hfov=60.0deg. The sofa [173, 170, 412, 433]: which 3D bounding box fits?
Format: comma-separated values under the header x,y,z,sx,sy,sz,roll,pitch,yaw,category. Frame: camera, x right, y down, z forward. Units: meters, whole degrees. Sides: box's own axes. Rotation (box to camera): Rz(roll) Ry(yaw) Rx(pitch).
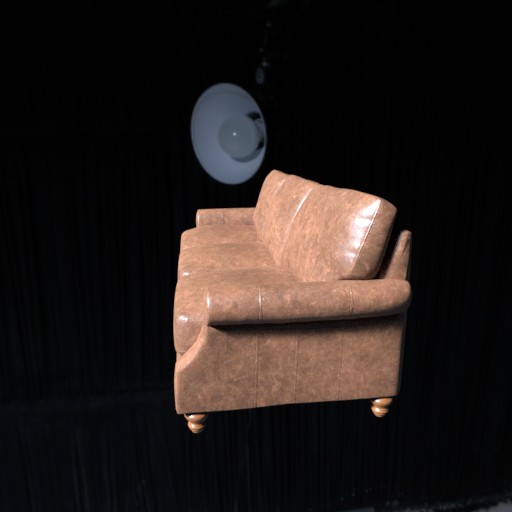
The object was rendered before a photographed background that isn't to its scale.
x,y,z,sx,sy,sz,roll,pitch,yaw,category
0.000,0.000,2.786,0.973,0.977,2.351,-2,14,-8,sofa
